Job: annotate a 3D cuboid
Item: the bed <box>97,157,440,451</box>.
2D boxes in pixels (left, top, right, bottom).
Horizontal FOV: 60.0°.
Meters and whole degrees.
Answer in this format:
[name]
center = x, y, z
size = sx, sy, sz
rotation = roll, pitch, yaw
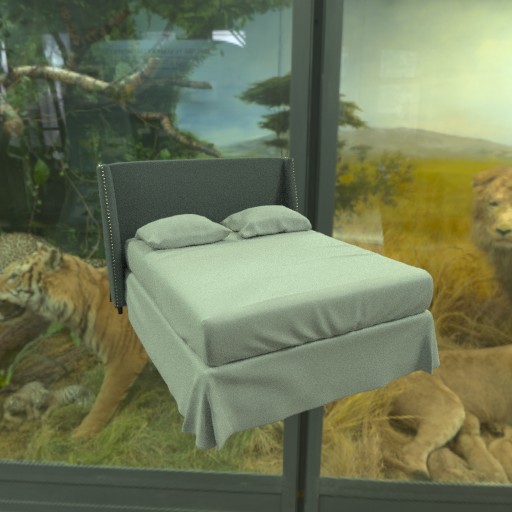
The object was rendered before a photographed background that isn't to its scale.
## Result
[bed]
center = 0.000, 0.000, 3.425
size = 1.925, 1.332, 2.276
rotation = -8, 19, -26
